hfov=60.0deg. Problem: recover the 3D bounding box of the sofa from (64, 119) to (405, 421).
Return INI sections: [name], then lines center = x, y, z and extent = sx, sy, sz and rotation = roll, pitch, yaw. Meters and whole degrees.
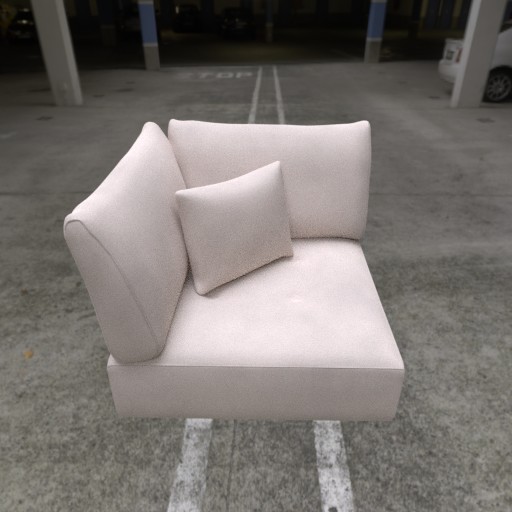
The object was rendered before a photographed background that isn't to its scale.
[sofa]
center = 0.000, 0.000, 1.738
extent = 1.000, 0.820, 1.000
rotation = 1, 31, 1
